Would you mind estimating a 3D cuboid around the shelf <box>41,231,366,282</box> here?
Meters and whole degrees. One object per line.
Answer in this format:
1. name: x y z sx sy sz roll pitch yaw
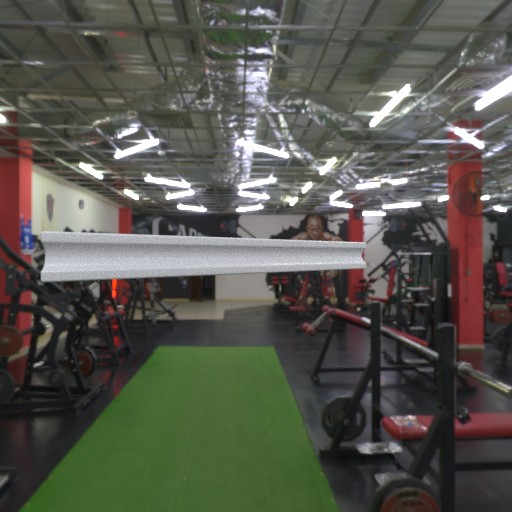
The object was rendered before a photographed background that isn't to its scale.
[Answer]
1. shelf: 0.000 0.000 0.448 0.296 0.035 0.296 0 0 0
